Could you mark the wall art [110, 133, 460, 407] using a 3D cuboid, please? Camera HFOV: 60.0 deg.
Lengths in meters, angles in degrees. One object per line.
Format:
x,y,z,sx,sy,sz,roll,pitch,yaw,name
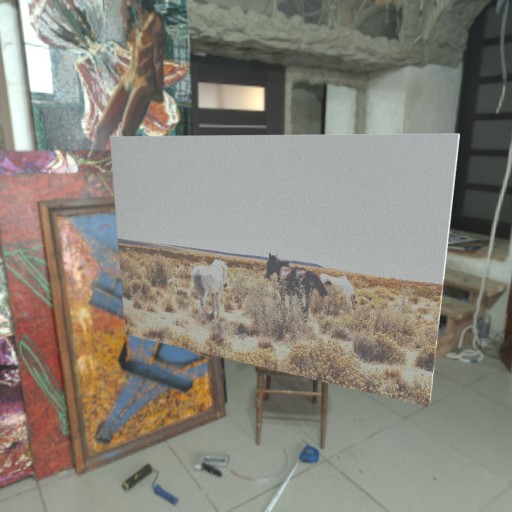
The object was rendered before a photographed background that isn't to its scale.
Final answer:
0.000,0.000,1.450,1.138,0.761,0.051,7,16,25,wall art
